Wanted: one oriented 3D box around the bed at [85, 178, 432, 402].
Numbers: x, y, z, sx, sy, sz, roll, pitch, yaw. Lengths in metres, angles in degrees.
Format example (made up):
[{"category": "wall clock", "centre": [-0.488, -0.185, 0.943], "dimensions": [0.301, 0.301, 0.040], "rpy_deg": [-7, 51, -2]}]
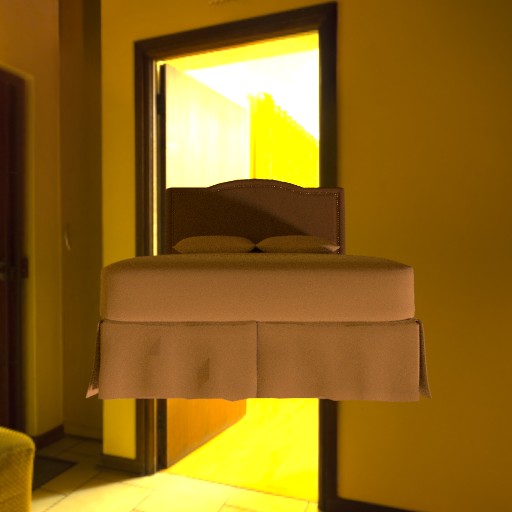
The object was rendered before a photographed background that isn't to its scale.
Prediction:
[{"category": "bed", "centre": [0.000, 0.000, 3.197], "dimensions": [1.744, 1.441, 2.128], "rpy_deg": [0, 1, 0]}]
